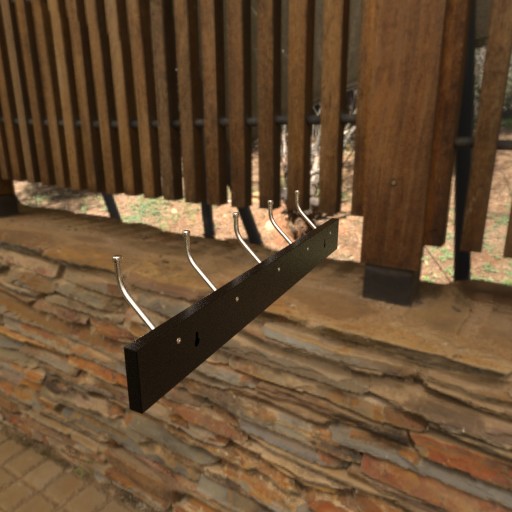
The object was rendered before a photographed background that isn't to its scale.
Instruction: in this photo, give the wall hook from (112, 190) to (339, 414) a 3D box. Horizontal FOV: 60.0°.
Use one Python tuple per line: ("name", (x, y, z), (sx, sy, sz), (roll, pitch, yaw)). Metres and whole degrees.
("wall hook", (0.000, 0.000, 0.618), (0.071, 0.117, 0.571), (8, 19, 25))
